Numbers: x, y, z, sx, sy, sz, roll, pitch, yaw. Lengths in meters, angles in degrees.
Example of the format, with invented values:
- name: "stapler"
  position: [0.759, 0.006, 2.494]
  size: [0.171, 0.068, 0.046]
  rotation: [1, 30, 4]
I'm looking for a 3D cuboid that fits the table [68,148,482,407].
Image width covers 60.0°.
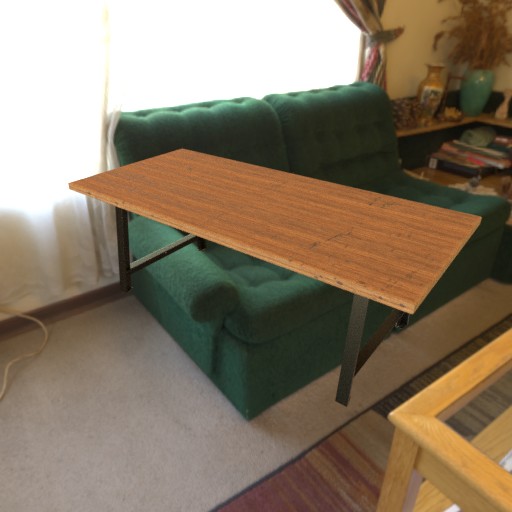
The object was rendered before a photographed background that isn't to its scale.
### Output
- name: "table"
  position: [0.000, 0.000, 2.724]
  size: [2.200, 0.757, 1.000]
  rotation: [20, 35, 32]
